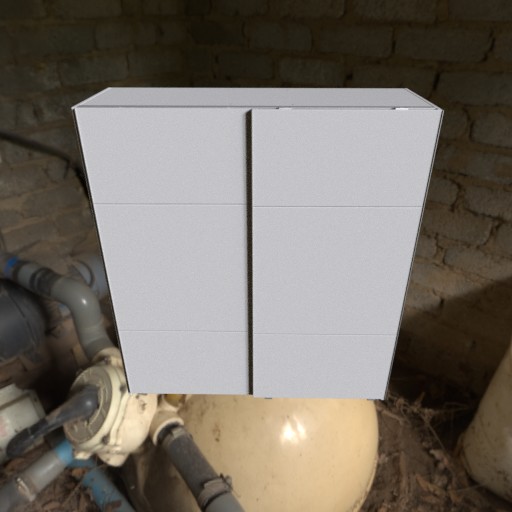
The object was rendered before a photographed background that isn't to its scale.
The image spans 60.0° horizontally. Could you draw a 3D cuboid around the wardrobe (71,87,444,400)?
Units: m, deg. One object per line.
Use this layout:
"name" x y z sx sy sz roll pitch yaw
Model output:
"wardrobe" 0.000 0.000 2.852 1.780 1.960 0.629 0 30 1
